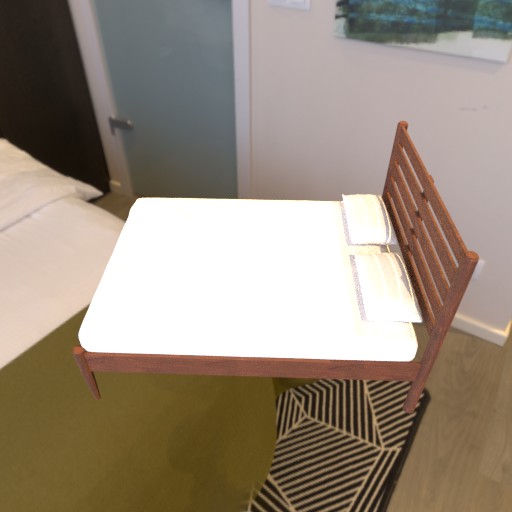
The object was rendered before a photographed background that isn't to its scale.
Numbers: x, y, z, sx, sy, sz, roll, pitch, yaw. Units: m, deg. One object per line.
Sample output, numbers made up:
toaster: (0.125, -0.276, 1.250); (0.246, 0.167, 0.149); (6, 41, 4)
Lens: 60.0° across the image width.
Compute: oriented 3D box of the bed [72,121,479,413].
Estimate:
bed: (0.000, 0.000, 3.019); (2.093, 1.304, 1.509); (1, 40, 2)
